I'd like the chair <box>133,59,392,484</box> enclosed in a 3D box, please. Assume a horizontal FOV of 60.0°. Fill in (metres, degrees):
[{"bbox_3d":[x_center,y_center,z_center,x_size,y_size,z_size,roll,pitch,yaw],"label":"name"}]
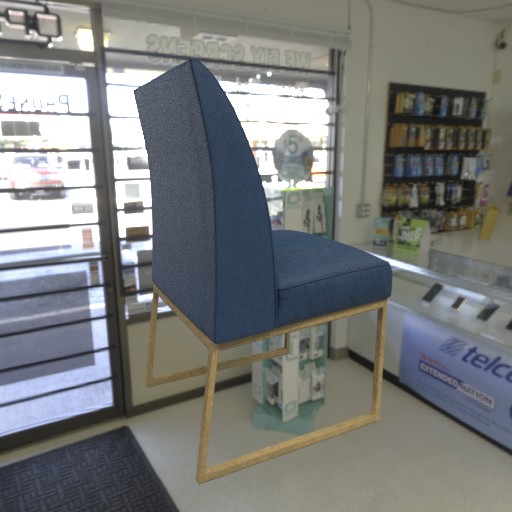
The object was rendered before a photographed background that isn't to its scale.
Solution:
[{"bbox_3d":[0.000,0.000,1.181,0.522,0.863,0.508,-7,15,-26],"label":"chair"}]
